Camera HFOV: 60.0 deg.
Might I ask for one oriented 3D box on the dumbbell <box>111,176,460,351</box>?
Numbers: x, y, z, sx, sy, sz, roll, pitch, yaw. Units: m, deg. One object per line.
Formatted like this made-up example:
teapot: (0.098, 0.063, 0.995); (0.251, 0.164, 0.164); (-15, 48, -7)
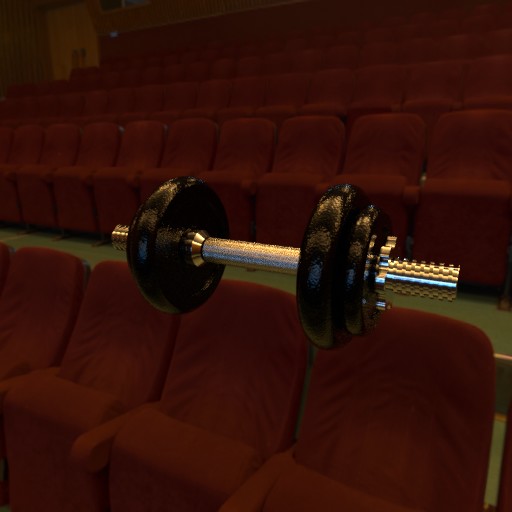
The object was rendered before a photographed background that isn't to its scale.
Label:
dumbbell: (0.000, 0.000, 0.593); (0.497, 0.202, 0.202); (8, 17, 28)
